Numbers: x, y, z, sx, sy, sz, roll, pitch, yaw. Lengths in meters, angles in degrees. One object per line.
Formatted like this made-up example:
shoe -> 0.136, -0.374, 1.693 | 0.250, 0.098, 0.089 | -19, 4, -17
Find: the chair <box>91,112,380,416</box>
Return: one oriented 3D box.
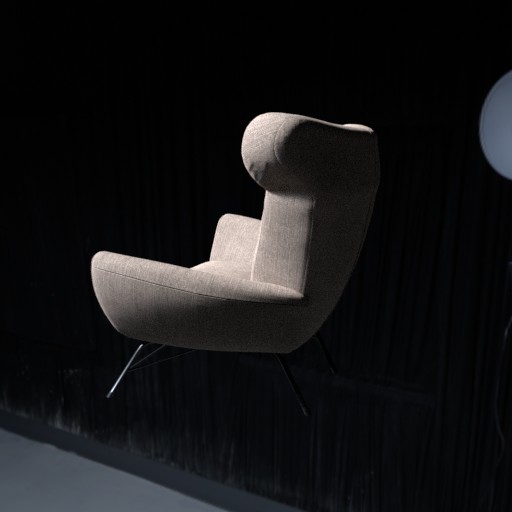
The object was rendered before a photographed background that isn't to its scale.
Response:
chair -> 0.000, 0.000, 1.770 | 0.900, 1.040, 0.980 | 7, 16, 25
